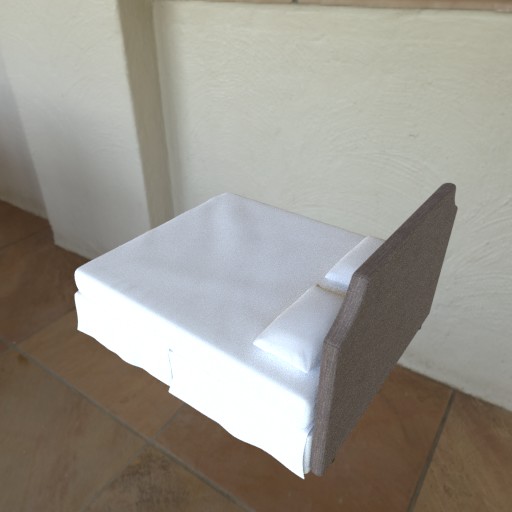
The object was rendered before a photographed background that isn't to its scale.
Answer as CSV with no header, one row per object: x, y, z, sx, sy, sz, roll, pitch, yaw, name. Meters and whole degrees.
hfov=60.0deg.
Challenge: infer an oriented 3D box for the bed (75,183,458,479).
0.000,0.000,4.089,2.773,1.590,2.350,22,39,31,bed
